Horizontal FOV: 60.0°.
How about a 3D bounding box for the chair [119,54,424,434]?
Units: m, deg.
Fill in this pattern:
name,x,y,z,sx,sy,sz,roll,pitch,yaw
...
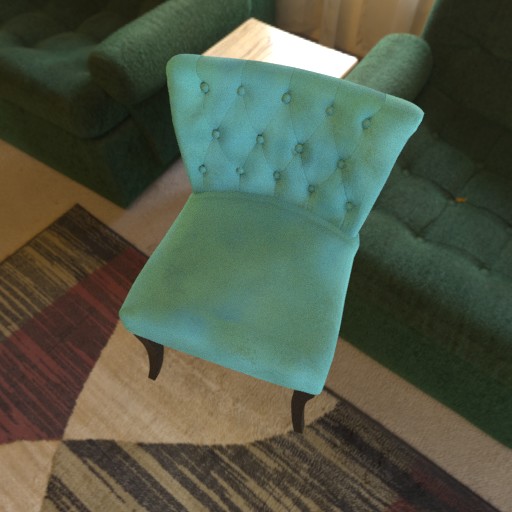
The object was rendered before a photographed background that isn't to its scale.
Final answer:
name,x,y,z,sx,sy,sz,roll,pitch,yaw
chair,0.000,0.000,1.156,0.582,0.750,0.605,16,58,11
